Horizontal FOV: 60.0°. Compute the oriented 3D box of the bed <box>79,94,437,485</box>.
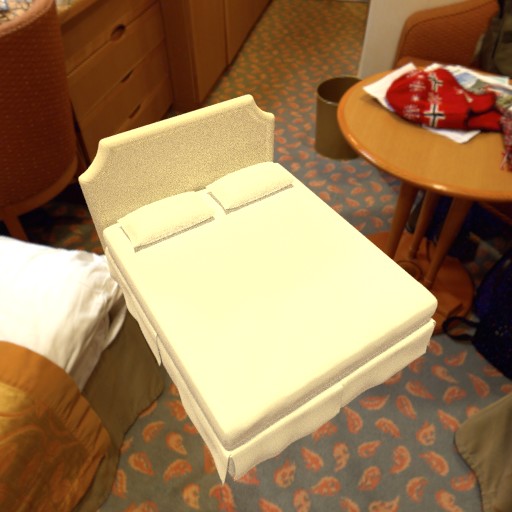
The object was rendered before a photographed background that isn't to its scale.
[{"bbox_3d":[0.000,0.000,4.130,2.350,1.590,2.773,-25,52,-22],"label":"bed"}]
